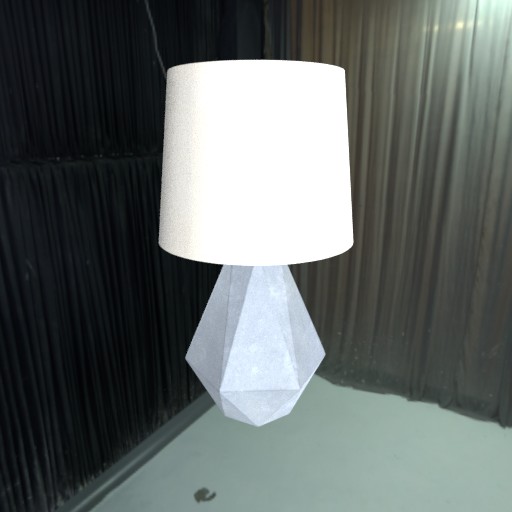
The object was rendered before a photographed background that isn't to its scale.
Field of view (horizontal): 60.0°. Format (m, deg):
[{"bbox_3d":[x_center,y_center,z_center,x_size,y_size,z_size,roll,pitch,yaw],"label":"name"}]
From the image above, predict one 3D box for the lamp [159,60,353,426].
[{"bbox_3d":[0.000,0.000,0.651,0.276,0.501,0.276,0,16,0],"label":"lamp"}]
